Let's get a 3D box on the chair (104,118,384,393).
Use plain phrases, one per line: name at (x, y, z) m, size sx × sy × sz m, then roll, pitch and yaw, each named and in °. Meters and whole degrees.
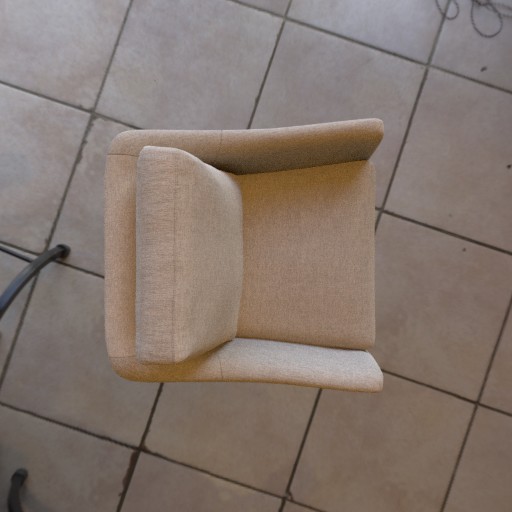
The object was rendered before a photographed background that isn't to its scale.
chair at (0.000, 0.000, 1.718) m, size 0.961 × 0.902 × 0.986 m, roll 0°, pitch 90°, yaw 0°
